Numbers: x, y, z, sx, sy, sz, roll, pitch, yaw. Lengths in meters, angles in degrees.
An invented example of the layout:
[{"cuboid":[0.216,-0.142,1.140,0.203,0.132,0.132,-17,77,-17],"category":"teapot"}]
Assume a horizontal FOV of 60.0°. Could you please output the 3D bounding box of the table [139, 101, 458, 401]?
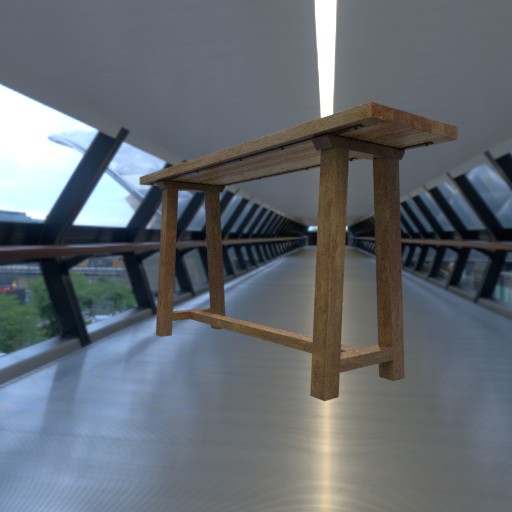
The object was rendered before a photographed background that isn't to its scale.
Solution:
[{"cuboid":[0.000,0.000,1.853,0.405,0.810,1.524,-1,2,-36],"category":"table"}]
